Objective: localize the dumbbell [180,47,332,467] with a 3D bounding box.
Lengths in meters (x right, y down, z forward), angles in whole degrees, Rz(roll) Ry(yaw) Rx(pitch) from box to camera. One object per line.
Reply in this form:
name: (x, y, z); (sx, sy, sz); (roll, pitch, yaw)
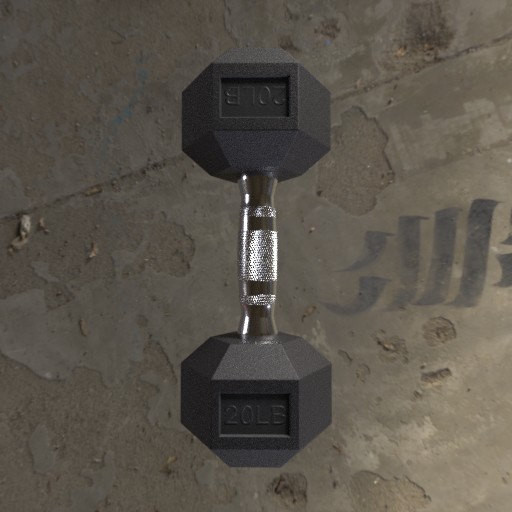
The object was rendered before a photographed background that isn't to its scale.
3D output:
dumbbell: (0.000, 0.000, 0.344); (0.116, 0.101, 0.297); (0, 89, 1)
